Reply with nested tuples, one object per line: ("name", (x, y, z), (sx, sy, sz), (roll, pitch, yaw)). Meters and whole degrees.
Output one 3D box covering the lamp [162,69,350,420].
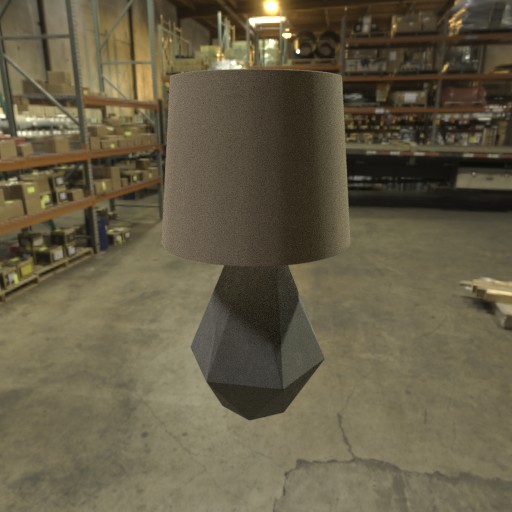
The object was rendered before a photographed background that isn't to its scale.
("lamp", (0.000, 0.000, 0.671), (0.276, 0.501, 0.276), (0, 17, 0))
